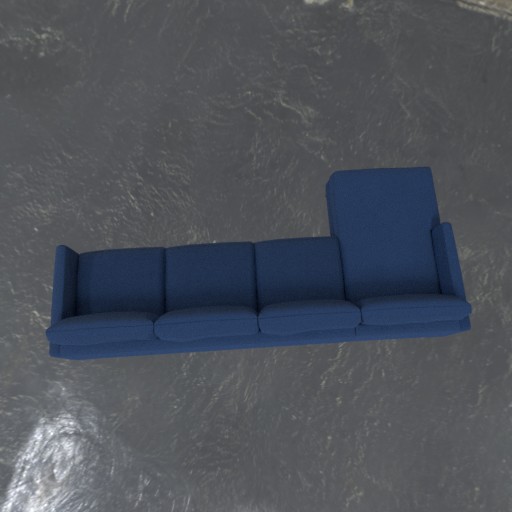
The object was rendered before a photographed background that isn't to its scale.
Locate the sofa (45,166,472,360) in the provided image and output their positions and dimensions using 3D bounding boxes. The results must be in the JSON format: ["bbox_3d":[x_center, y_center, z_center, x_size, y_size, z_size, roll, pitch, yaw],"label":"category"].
[{"bbox_3d":[0.000,0.000,2.815,2.450,0.679,1.128,-4,74,-1],"label":"sofa"}]
